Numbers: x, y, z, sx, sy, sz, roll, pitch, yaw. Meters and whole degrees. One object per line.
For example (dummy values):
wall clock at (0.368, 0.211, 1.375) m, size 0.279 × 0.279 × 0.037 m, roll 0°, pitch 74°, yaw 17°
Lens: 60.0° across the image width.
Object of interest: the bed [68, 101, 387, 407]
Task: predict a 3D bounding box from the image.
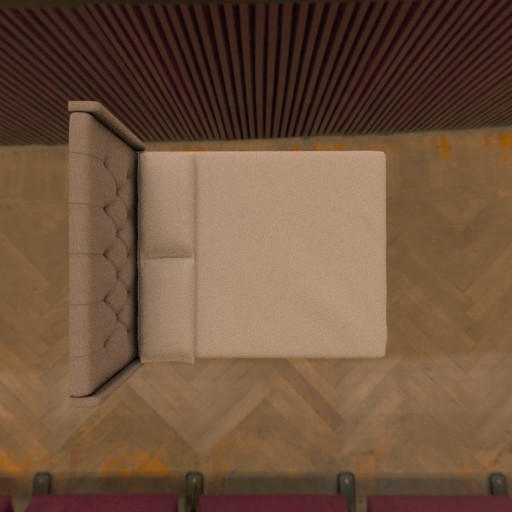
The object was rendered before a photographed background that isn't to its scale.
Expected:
bed at (0.000, 0.000, 3.245) m, size 2.066 × 1.665 × 1.719 m, roll 0°, pitch 90°, yaw 1°
